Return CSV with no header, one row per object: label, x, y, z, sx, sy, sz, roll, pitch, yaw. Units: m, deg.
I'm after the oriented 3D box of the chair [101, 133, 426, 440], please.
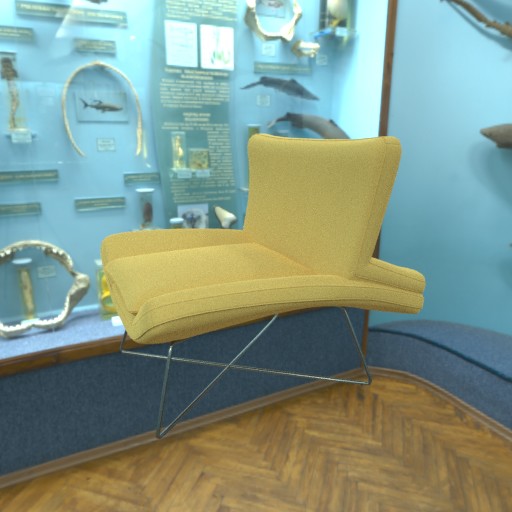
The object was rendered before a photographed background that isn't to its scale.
chair,0.000,0.000,1.623,1.008,0.855,0.859,-8,18,-25
